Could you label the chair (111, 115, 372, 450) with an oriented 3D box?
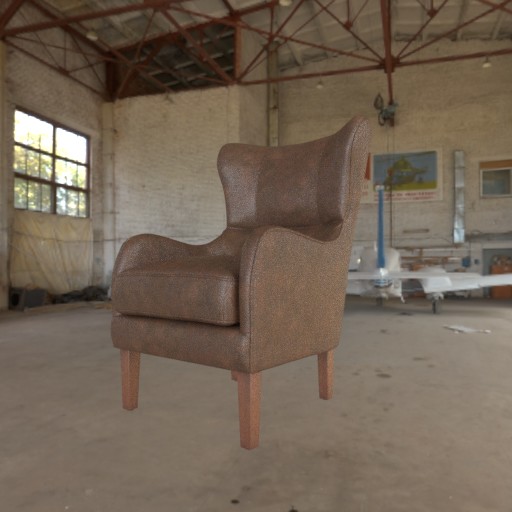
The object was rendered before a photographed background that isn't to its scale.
[{"bbox_3d":[0.000,0.000,1.646,0.692,1.048,0.914,-1,-1,38],"label":"chair"}]
